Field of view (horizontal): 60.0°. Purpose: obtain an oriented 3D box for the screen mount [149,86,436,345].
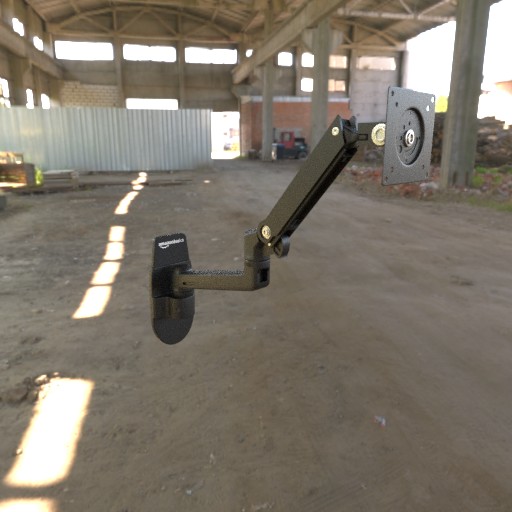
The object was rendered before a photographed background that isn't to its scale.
[{"bbox_3d":[0.000,0.000,0.716,0.495,0.466,0.115,14,20,43],"label":"screen mount"}]
